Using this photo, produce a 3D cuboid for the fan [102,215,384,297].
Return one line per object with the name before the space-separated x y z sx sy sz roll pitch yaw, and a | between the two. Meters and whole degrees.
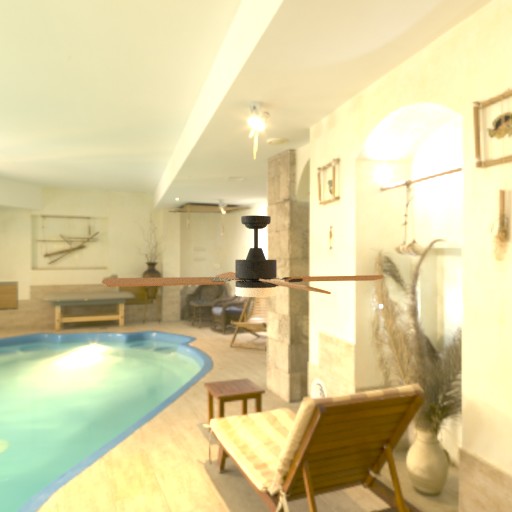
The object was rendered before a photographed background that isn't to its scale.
fan | 0.000 0.000 2.007 1.320 0.355 1.320 0 0 -18
